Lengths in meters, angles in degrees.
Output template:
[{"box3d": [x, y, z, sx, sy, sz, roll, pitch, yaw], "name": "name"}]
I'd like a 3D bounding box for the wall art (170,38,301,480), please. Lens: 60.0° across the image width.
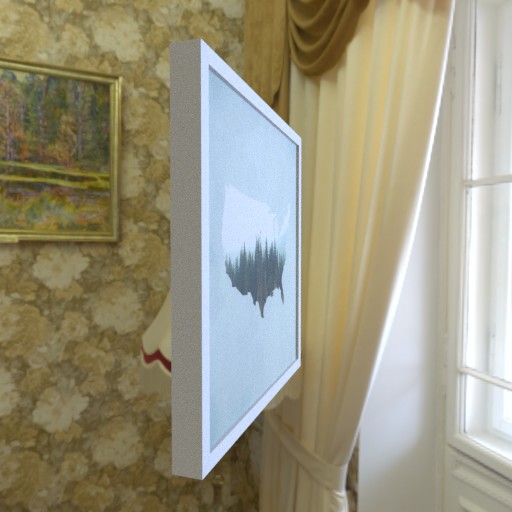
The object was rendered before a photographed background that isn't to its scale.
[{"box3d": [0.000, 0.000, 0.453, 0.024, 0.304, 0.304, 1, 2, 19], "name": "wall art"}]
